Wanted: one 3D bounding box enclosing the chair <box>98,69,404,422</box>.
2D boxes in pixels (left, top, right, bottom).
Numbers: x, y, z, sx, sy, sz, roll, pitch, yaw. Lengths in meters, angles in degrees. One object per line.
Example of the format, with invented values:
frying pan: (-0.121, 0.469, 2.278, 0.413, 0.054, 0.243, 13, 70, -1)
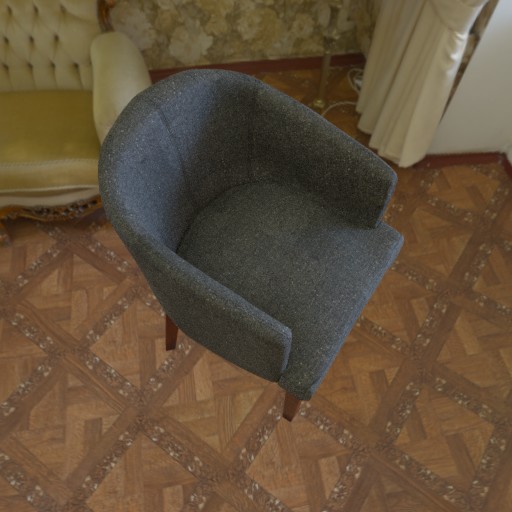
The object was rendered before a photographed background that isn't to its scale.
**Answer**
chair: (0.000, 0.000, 1.237, 0.655, 0.811, 0.583, 30, 63, 17)
